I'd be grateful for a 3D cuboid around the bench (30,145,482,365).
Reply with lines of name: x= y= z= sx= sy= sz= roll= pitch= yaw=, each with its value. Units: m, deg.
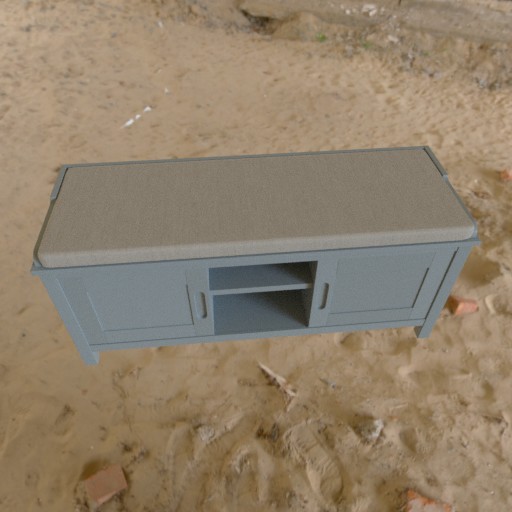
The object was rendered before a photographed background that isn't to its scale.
bench: x=0.000 y=0.000 z=1.396 sx=1.140 sy=0.501 sz=0.398 roll=-4 pitch=46 yaw=-4
